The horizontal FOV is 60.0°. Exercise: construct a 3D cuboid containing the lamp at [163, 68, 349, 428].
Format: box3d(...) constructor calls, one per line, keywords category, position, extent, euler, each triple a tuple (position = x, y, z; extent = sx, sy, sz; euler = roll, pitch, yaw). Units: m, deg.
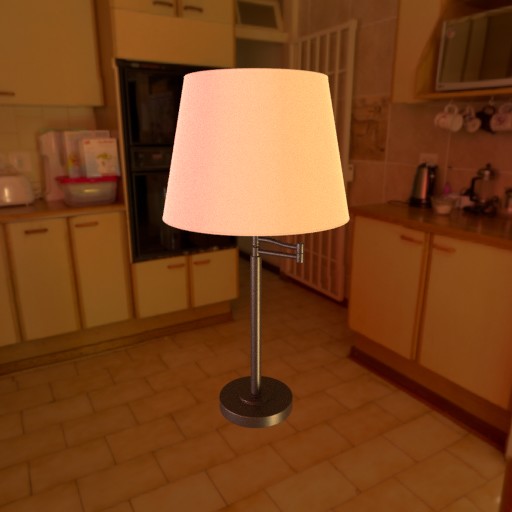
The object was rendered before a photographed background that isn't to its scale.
box3d(category="lamp", position=(0.000, 0.000, 0.902), extent=(0.363, 0.696, 0.363), euler=(0, 16, 0))
